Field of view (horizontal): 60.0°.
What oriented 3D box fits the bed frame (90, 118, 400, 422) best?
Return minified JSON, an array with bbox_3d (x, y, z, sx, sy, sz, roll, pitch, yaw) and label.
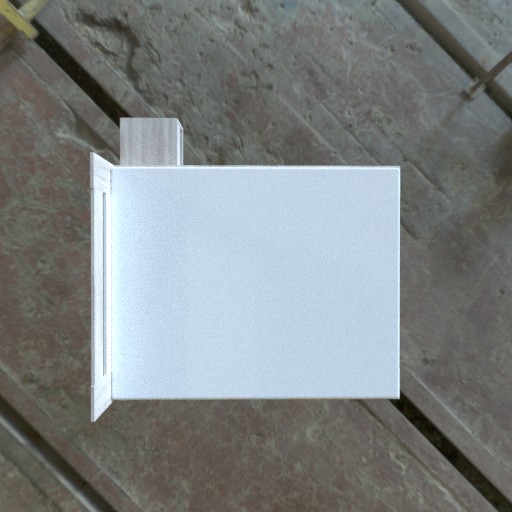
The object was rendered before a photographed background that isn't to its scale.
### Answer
[{"bbox_3d":[0.000,0.000,3.170,2.050,0.860,2.040,0,90,-1],"label":"bed frame"}]
